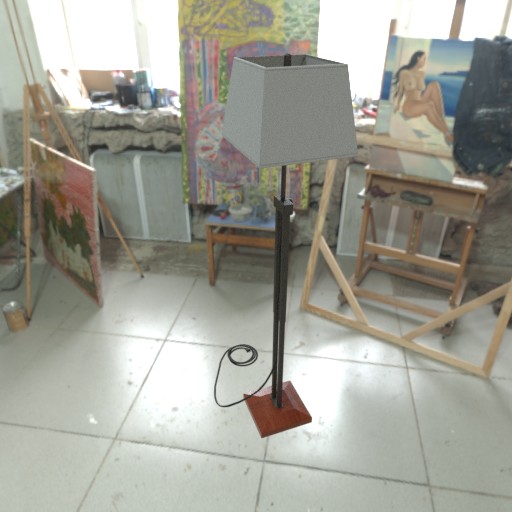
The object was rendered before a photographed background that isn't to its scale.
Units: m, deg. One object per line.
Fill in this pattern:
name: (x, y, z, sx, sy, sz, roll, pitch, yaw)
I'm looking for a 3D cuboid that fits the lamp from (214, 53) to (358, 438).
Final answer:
lamp: (0.000, 0.000, 2.019, 0.472, 1.712, 0.745, -10, 32, -17)
